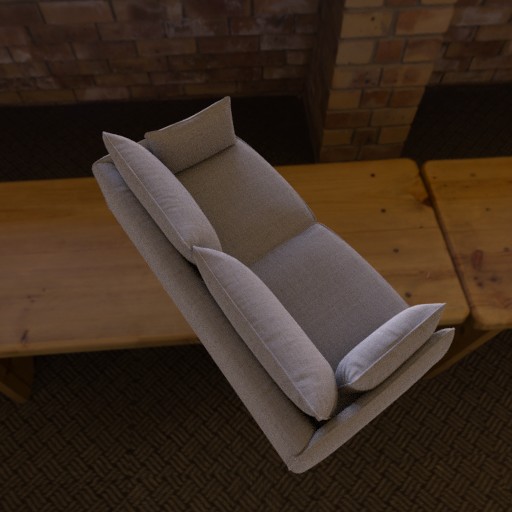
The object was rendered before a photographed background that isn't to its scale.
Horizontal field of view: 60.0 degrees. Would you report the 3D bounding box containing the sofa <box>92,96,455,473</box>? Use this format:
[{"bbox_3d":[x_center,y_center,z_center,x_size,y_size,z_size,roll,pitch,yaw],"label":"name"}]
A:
[{"bbox_3d":[0.000,0.000,2.420,0.972,0.851,1.989,-31,63,-18],"label":"sofa"}]
